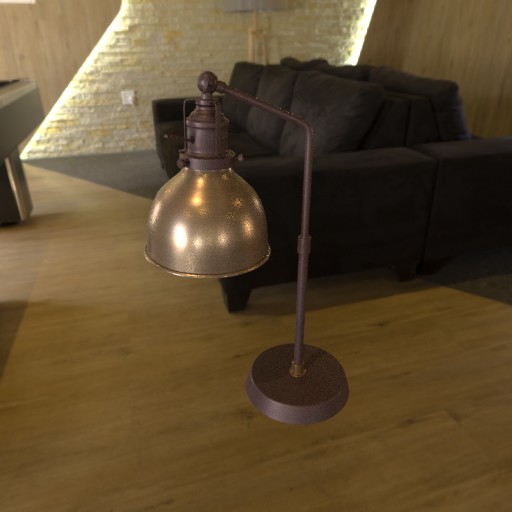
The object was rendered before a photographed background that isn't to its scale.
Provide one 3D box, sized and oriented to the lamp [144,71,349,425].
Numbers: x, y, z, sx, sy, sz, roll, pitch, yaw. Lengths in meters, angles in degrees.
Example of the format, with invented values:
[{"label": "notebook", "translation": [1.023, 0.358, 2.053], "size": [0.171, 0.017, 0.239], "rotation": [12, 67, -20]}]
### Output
[{"label": "lamp", "translation": [0.000, 0.000, 0.607], "size": [0.298, 0.469, 0.175], "rotation": [0, 26, -1]}]
